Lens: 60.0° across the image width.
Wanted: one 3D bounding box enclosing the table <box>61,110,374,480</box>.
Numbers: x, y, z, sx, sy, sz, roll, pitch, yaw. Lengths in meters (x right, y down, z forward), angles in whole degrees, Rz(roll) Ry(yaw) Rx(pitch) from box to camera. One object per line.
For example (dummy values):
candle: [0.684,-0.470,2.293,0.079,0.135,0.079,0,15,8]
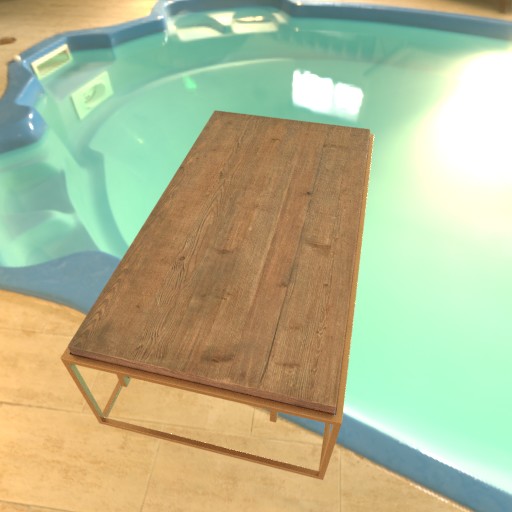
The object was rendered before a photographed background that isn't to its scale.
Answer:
table: [0.000,0.000,1.768,0.775,0.468,1.387,10,47,9]
